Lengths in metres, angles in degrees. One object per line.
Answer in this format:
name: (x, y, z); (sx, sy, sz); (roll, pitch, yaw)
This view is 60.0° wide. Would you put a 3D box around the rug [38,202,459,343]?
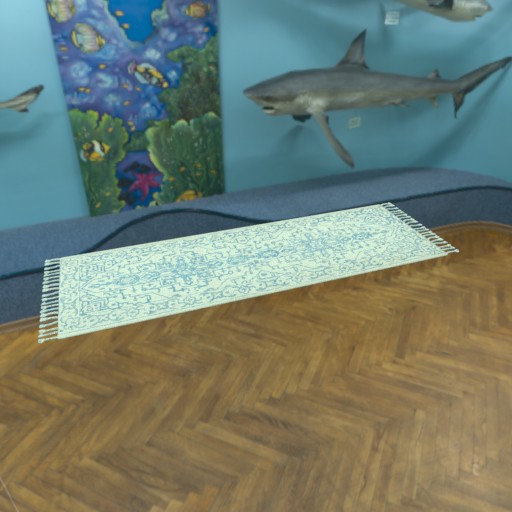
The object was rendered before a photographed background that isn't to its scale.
rug: (0.000, 0.000, 2.731); (2.449, 0.011, 0.774); (-11, 34, -17)
